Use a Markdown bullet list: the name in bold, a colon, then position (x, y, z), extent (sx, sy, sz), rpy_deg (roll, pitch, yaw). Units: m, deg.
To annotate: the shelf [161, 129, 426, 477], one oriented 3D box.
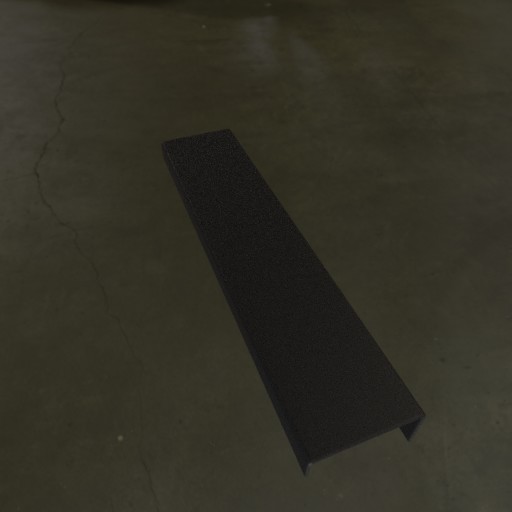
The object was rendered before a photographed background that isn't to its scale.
- **shelf**: position (0.000, 0.000, 0.490), extent (0.102, 0.053, 0.456), rpy_deg (-16, 48, -15)
